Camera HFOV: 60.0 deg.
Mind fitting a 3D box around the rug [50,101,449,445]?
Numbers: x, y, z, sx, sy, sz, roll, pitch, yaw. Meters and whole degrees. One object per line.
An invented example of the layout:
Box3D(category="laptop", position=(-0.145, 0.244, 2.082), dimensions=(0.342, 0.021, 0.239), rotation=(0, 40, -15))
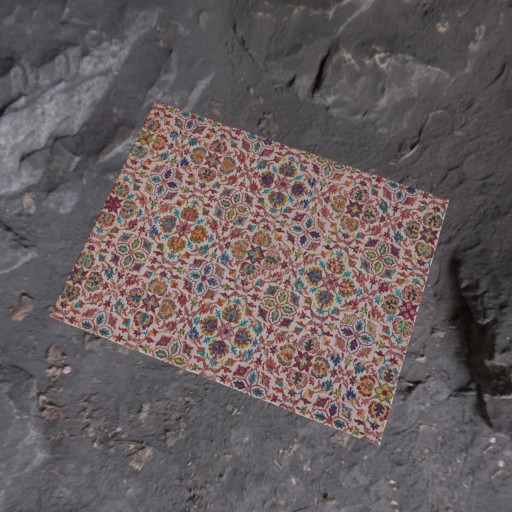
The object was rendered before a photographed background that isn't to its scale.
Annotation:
Box3D(category="rug", position=(0.000, 0.000, 4.287), dimensions=(3.215, 0.020, 2.446), rotation=(20, 76, 5))
